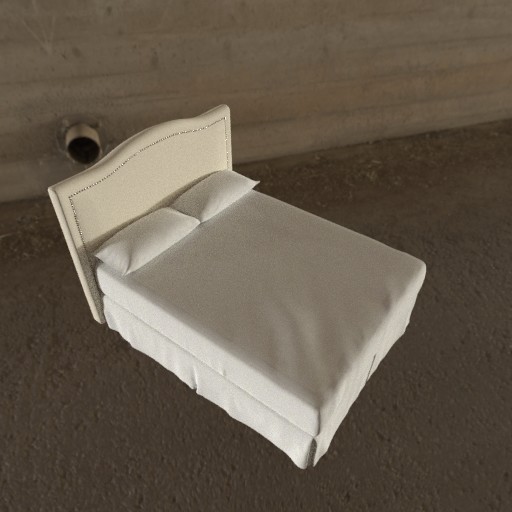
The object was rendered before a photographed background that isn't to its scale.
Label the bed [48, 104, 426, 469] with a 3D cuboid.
[{"bbox_3d":[0.000,0.000,3.341,2.143,1.460,1.753,27,48,27],"label":"bed"}]
